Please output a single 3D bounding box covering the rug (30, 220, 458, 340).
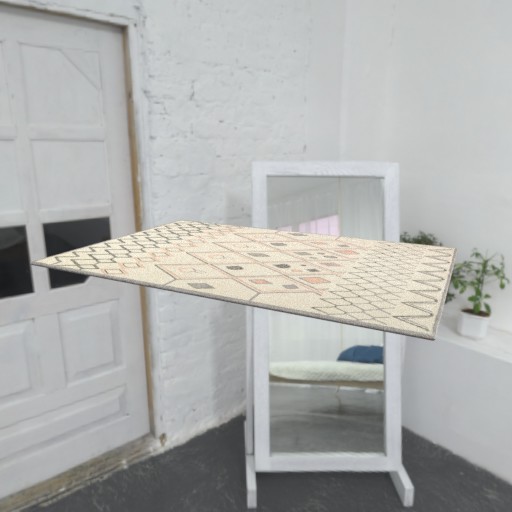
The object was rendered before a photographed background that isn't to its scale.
[{"bbox_3d":[0.000,0.000,2.265,1.829,0.016,1.219,8,17,26],"label":"rug"}]
